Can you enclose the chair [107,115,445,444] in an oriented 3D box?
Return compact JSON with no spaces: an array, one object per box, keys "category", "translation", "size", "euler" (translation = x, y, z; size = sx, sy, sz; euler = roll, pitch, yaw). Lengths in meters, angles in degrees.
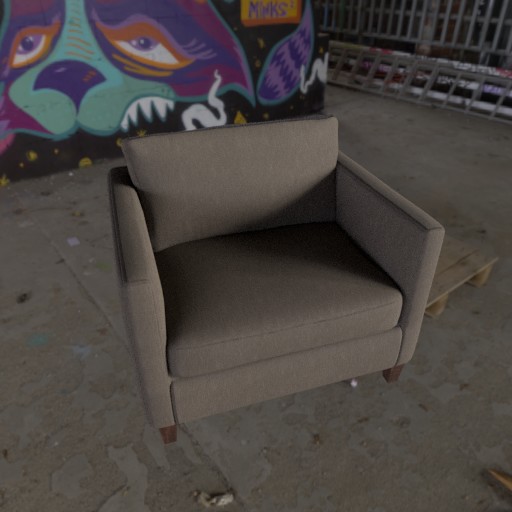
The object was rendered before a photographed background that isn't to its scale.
[{"category":"chair","translation":[0.000,0.000,1.858],"size":[1.107,0.963,0.959],"euler":[-10,34,-15]}]
